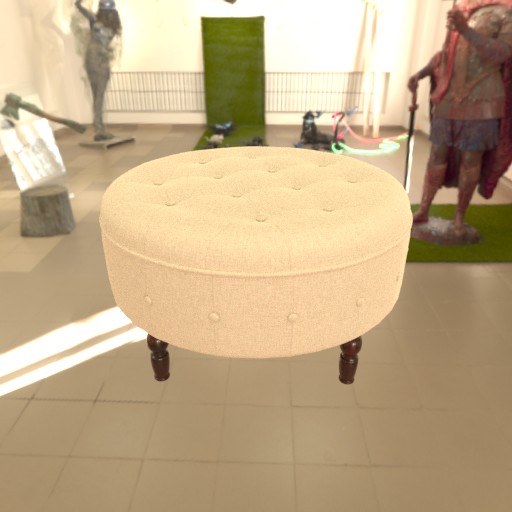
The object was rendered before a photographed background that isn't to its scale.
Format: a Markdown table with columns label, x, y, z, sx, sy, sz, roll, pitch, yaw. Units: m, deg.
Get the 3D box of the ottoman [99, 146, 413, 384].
| label | x | y | z | sx | sy | sz | roll | pitch | yaw |
| --- | --- | --- | --- | --- | --- | --- | --- | --- | --- |
| ottoman | 0.000 | 0.000 | 1.333 | 0.848 | 0.494 | 0.848 | 0 | 27 | 0 |
